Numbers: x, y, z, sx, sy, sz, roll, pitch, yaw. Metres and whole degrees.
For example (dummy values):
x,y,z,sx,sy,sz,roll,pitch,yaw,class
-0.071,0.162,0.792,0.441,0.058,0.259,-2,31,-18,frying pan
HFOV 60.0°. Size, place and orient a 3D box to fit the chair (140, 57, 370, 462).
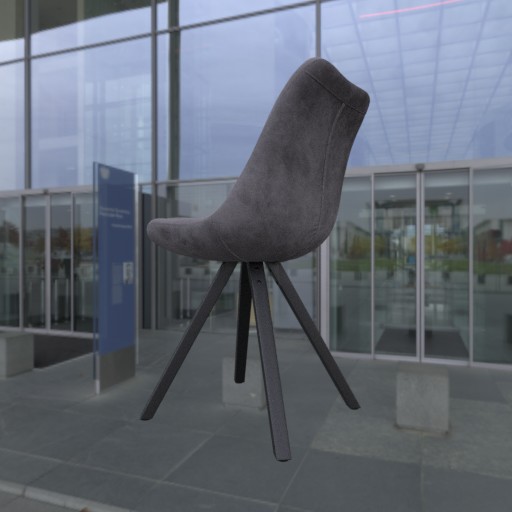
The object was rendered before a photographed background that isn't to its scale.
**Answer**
x,y,z,sx,sy,sz,roll,pitch,yaw,class
0.000,0.000,1.197,0.550,0.850,0.485,0,0,35,chair
